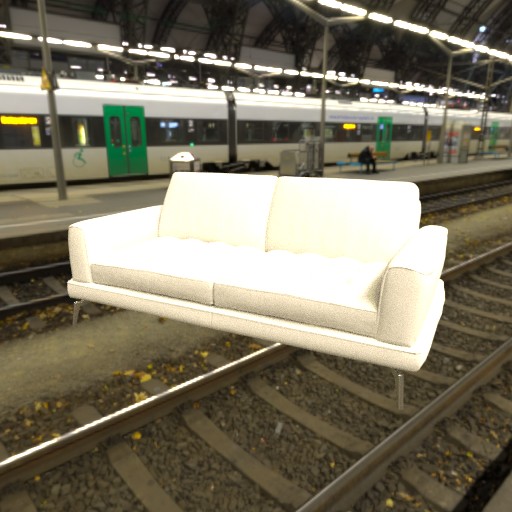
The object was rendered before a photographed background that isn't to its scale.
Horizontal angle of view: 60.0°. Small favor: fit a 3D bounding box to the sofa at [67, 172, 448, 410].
[{"bbox_3d":[0.000,0.000,2.756,2.177,0.930,1.121,8,17,26],"label":"sofa"}]
